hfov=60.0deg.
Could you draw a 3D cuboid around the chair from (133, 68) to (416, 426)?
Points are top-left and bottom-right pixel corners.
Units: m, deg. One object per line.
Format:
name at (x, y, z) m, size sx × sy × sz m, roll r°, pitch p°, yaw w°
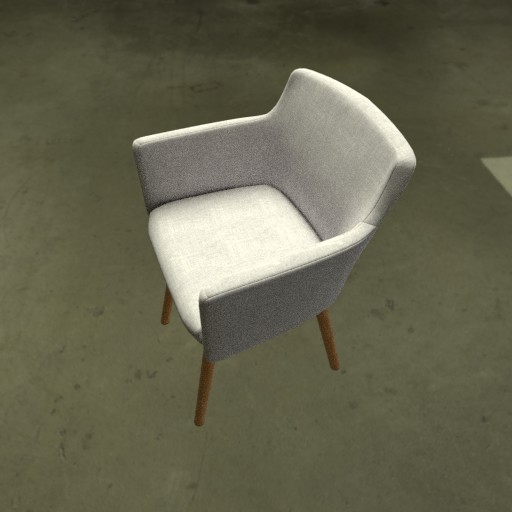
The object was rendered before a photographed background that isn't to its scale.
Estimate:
chair at (0.000, 0.000, 1.168) m, size 0.540 × 0.780 × 0.570 m, roll -17°, pitch 48°, yaw -16°
